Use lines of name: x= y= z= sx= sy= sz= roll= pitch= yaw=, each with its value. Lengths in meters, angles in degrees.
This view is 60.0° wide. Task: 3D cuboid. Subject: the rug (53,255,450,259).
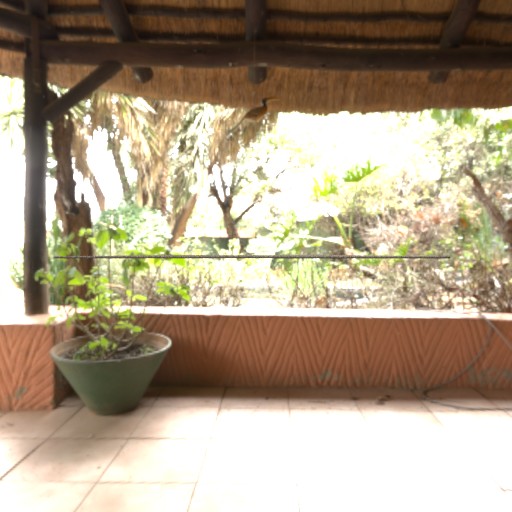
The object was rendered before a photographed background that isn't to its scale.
rug: x=0.000 y=0.000 z=2.890 sx=1.593 sy=0.008 sz=2.238 roll=0 pitch=0 yaw=1
